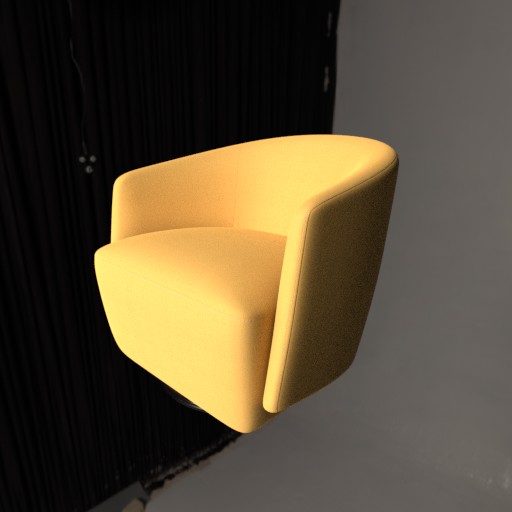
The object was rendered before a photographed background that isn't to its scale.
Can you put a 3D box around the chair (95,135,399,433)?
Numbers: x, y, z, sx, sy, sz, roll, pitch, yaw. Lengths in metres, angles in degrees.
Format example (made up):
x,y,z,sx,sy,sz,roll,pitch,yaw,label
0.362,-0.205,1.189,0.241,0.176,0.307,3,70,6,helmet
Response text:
x,y,z,sx,sy,sz,roll,pitch,yaw,label
0.000,0.000,1.339,0.767,0.698,0.773,-16,22,-43,chair
